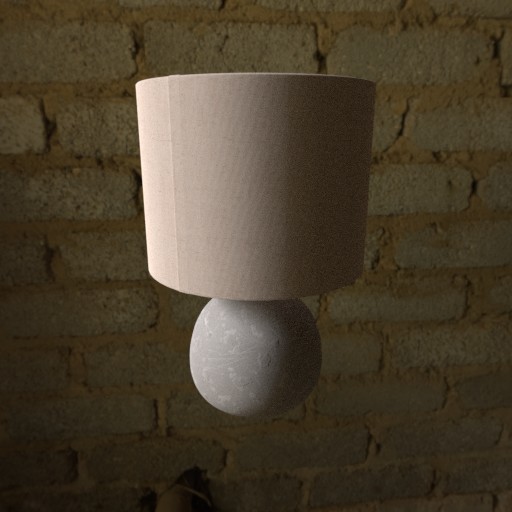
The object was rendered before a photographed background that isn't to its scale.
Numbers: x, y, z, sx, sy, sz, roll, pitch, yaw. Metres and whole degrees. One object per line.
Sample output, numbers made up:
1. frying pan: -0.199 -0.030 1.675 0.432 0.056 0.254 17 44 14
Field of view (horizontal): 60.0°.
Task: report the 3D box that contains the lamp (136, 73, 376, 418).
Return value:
1. lamp: 0.000 0.000 0.568 0.269 0.409 0.269 -15 22 -42
